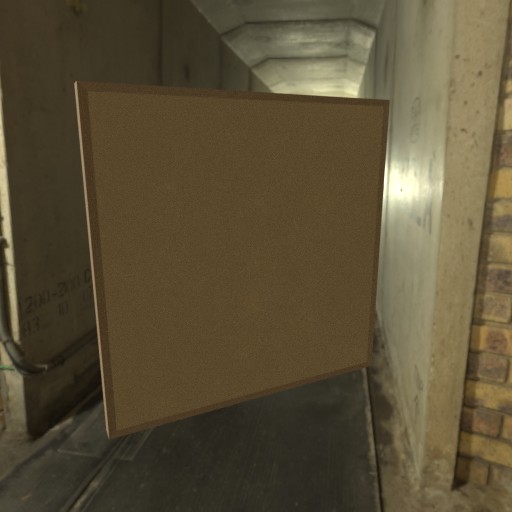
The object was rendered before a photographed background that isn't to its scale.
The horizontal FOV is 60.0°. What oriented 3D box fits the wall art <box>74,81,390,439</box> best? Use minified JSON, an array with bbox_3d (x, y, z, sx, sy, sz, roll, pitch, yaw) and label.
[{"bbox_3d":[0.000,0.000,1.092,0.761,0.758,0.038,-7,16,-26],"label":"wall art"}]
